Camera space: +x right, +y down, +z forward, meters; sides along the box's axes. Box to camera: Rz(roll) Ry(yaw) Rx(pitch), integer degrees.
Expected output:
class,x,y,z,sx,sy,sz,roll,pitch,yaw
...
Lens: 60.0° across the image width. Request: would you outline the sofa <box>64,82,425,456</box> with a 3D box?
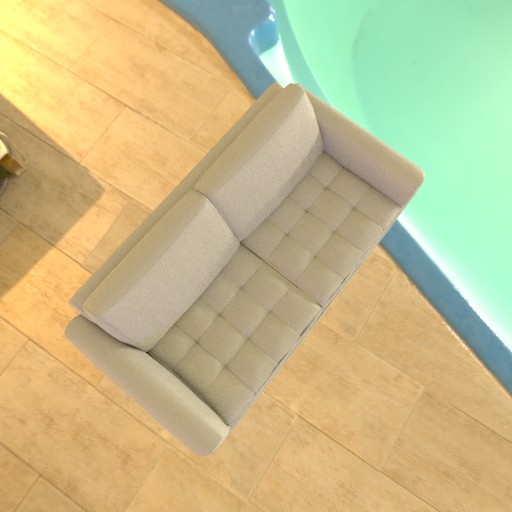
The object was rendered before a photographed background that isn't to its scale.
class,x,y,z,sx,sy,sz,roll,pitch,yaw
sofa,0.000,0.000,2.759,1.121,0.930,2.177,38,78,10
